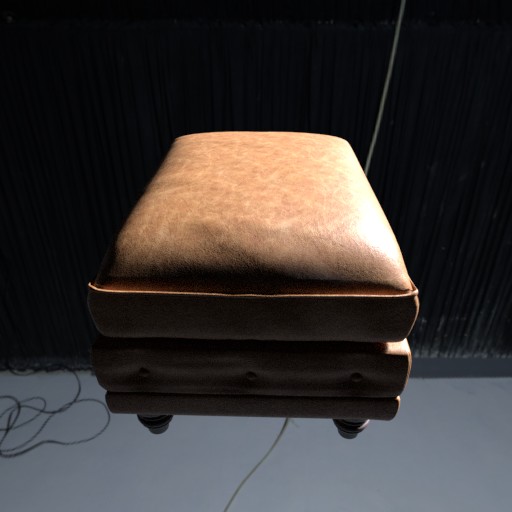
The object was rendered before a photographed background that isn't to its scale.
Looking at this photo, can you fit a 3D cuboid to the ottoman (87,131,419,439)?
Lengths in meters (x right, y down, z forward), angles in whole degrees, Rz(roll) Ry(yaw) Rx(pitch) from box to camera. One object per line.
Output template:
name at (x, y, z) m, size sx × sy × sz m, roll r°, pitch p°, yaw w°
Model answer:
ottoman at (0.000, 0.000, 1.029) m, size 0.533 × 0.480 × 0.710 m, roll 1°, pitch 31°, yaw 1°
